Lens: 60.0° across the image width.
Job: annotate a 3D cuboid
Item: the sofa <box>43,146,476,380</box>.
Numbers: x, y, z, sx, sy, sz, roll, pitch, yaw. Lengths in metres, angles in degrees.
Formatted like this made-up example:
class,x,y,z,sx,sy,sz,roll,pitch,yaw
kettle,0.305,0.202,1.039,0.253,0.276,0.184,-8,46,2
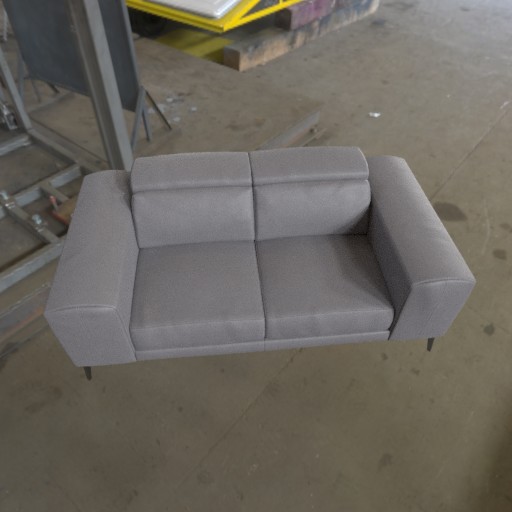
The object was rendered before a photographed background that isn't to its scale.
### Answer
class,x,y,z,sx,sy,sz,roll,pitch,yaw
sofa,0.000,0.000,2.394,1.895,0.779,1.003,-4,45,-4
